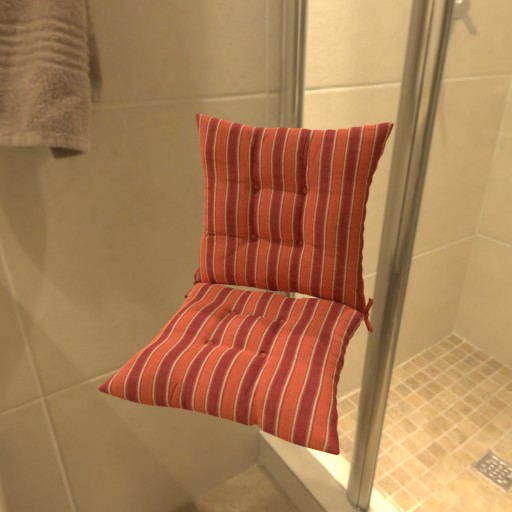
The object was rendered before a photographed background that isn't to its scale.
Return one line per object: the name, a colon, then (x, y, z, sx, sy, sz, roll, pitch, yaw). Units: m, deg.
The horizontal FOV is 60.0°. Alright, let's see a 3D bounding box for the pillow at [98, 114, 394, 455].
pillow: (0.000, 0.000, 0.999, 0.541, 0.536, 0.585, 8, 27, 17)
